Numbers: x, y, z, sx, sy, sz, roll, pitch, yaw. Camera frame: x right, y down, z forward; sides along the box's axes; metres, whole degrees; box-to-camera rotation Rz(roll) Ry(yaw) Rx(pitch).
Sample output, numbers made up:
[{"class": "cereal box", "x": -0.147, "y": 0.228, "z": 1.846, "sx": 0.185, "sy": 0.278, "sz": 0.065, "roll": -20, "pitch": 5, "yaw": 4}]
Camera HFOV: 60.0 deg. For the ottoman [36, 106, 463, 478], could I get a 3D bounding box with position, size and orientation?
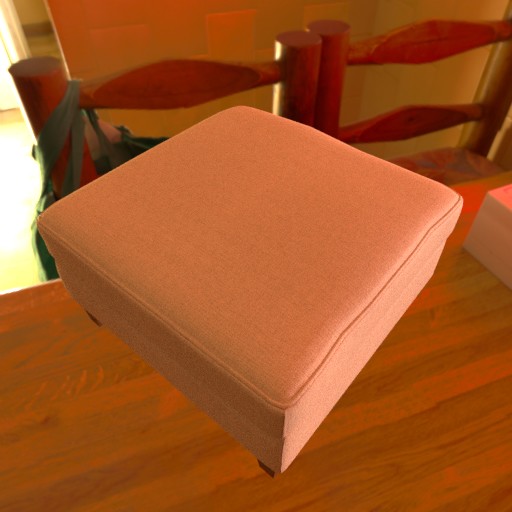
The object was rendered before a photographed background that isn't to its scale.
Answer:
[{"class": "ottoman", "x": 0.000, "y": 0.000, "z": 1.310, "sx": 0.838, "sy": 0.503, "sz": 0.838, "roll": 31, "pitch": 53, "yaw": 27}]
